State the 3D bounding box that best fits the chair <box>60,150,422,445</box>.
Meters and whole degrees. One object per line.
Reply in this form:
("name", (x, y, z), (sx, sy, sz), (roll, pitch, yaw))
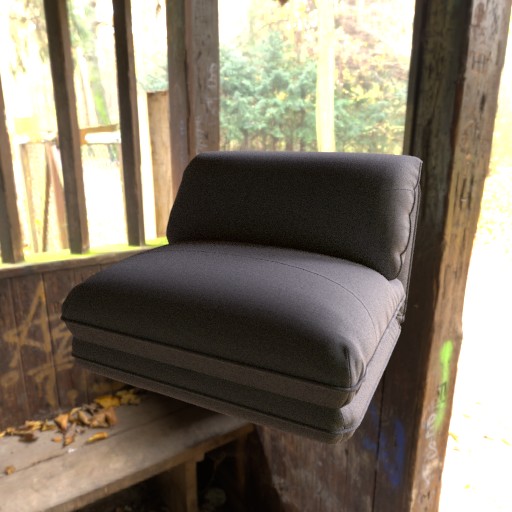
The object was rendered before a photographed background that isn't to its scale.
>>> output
("chair", (0.000, 0.000, 1.294), (0.820, 0.580, 0.780), (7, 17, 26))
